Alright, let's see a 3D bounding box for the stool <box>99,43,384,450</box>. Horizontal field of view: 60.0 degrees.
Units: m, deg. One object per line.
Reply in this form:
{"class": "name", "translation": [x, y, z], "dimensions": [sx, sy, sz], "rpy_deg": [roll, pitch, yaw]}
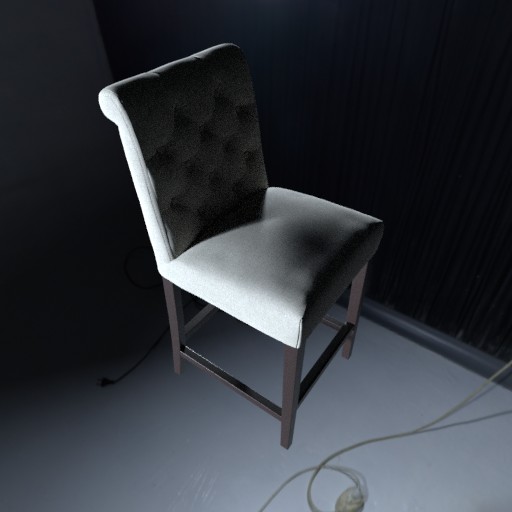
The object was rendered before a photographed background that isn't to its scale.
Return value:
{"class": "stool", "translation": [0.000, 0.000, 1.346], "dimensions": [0.601, 1.040, 0.493], "rpy_deg": [25, 46, 26]}
